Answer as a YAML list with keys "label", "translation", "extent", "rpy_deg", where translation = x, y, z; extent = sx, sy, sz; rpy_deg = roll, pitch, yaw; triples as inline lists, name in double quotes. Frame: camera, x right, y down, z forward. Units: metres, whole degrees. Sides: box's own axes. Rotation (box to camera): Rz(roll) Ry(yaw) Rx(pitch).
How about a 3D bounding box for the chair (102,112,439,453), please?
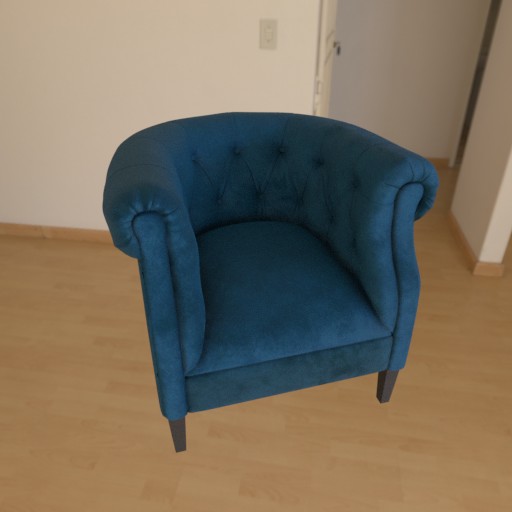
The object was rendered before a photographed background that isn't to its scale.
- label: "chair"
  translation: [0.000, 0.000, 1.535]
  extent: [0.904, 0.826, 0.851]
  rpy_deg: [-8, 31, -14]
